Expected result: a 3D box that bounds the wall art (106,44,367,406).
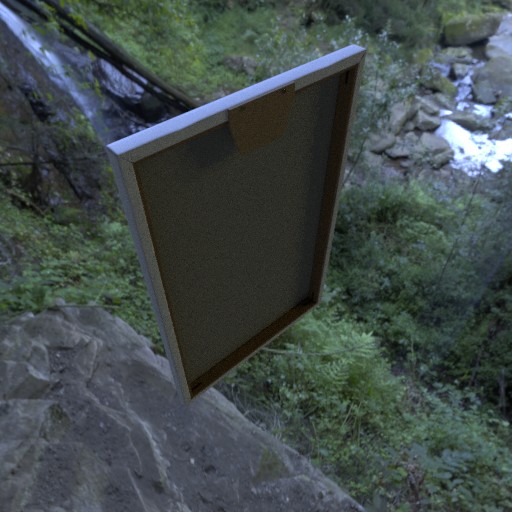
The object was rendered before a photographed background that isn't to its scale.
[{"bbox_3d":[0.000,0.000,1.166,0.602,0.916,0.048,-32,55,-26],"label":"wall art"}]
